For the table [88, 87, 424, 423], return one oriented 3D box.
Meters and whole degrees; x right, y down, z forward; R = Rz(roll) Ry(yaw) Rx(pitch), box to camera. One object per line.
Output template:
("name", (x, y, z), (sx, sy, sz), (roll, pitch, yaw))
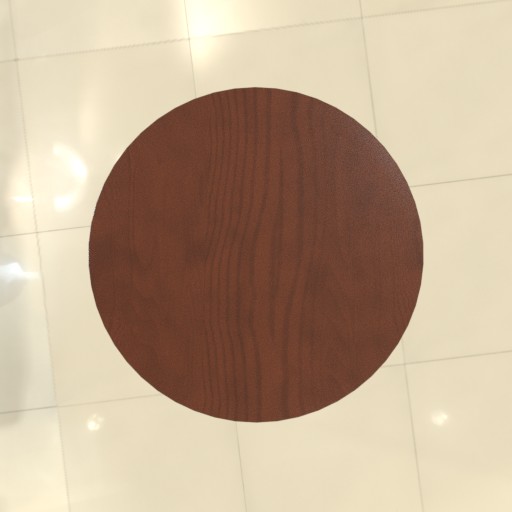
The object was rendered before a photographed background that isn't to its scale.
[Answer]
("table", (0.000, 0.000, 1.091), (0.597, 0.612, 0.597), (0, 89, 0))
